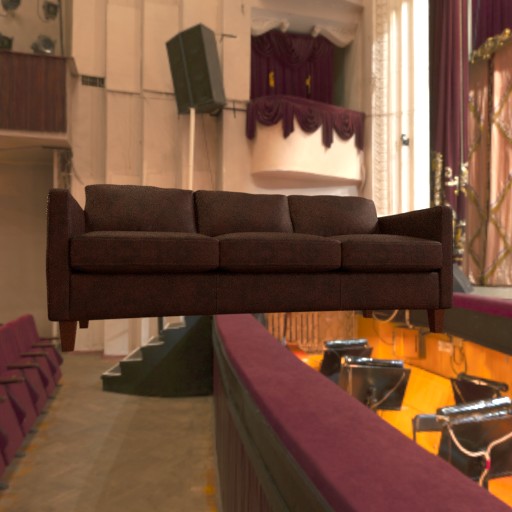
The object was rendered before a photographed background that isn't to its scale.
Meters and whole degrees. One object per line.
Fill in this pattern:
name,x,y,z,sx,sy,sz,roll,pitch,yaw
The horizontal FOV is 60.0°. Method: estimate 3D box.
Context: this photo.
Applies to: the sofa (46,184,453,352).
sofa,0.000,0.000,2.982,2.464,1.006,1.045,0,-1,-16
